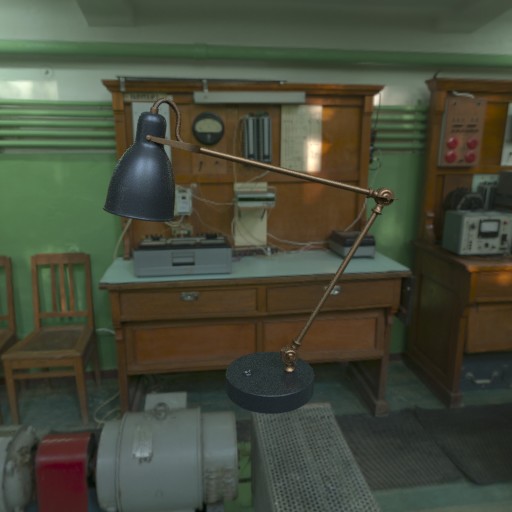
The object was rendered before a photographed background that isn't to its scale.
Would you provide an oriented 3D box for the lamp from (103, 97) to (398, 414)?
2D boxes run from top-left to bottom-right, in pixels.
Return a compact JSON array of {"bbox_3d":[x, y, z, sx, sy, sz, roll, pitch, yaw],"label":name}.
[{"bbox_3d":[0.000,0.000,0.872,0.561,0.587,0.187,-2,15,-9],"label":"lamp"}]
